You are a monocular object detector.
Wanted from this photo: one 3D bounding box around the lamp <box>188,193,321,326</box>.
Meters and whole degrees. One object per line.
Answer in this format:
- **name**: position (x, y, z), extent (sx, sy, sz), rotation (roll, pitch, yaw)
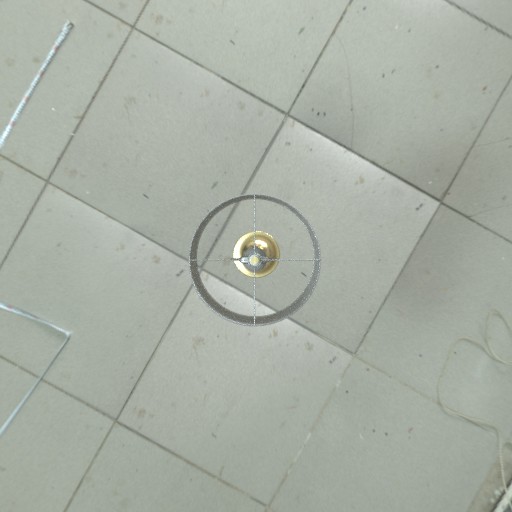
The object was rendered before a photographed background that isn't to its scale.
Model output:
- **lamp**: position (0.000, 0.000, 1.674), extent (0.337, 1.543, 0.337), rotation (0, 91, 0)
